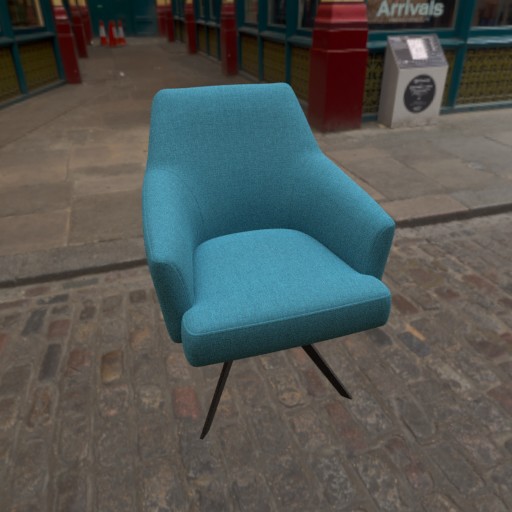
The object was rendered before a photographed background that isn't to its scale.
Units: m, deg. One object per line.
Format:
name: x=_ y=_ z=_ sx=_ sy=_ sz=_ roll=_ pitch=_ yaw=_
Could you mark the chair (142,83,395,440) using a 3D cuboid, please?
chair: x=0.000 y=0.000 z=1.329 sx=0.642 sy=0.874 sz=0.677 roll=-9 pitch=31 yaw=-15
